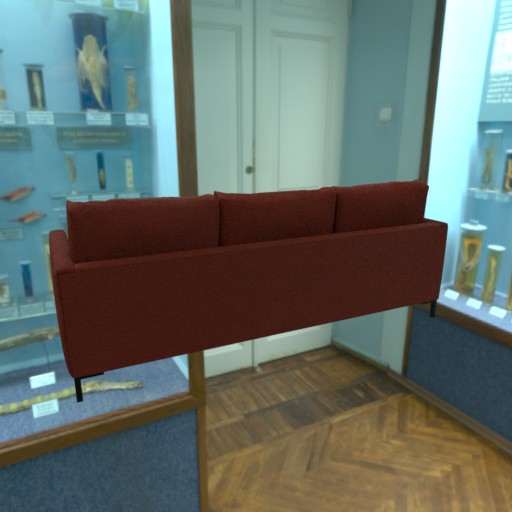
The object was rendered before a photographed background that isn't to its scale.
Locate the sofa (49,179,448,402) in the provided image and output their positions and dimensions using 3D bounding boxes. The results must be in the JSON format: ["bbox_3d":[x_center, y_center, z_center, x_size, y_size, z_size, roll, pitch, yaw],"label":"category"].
[{"bbox_3d":[0.000,0.000,2.680,2.252,0.879,0.875,-7,17,-25],"label":"sofa"}]
